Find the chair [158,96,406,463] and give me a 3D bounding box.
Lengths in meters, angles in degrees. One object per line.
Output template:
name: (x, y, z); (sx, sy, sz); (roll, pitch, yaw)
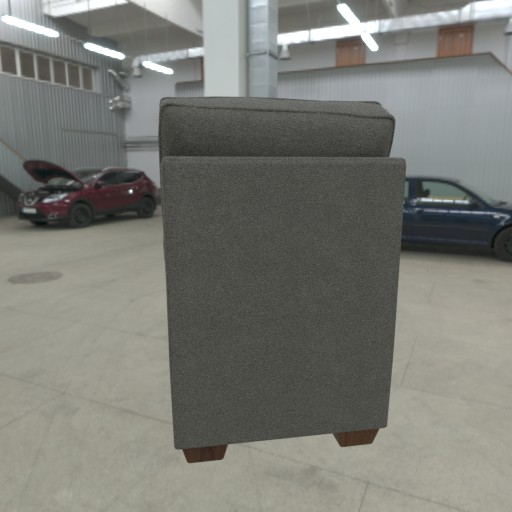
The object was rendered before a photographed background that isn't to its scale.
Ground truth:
chair: (0.000, 0.000, 1.564); (0.621, 0.970, 0.938); (-2, 11, -10)
